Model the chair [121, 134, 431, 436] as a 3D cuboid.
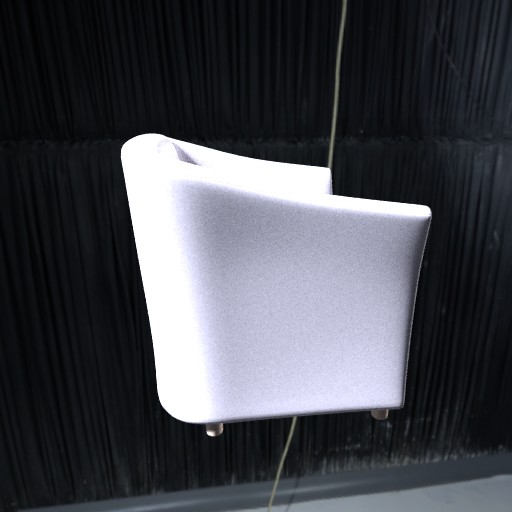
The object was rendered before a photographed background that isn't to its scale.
[{"bbox_3d":[0.000,0.000,1.369,0.700,0.720,0.790,-3,18,-8],"label":"chair"}]
